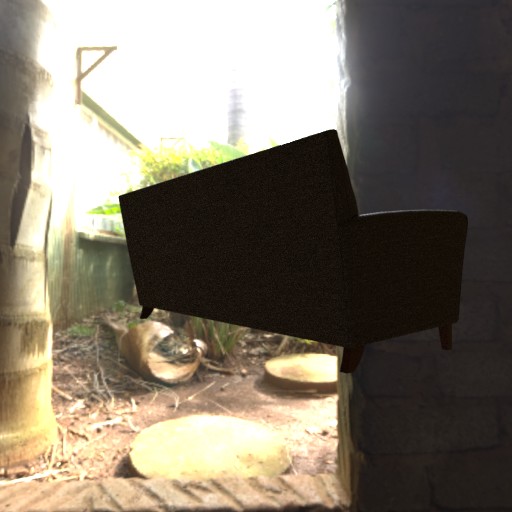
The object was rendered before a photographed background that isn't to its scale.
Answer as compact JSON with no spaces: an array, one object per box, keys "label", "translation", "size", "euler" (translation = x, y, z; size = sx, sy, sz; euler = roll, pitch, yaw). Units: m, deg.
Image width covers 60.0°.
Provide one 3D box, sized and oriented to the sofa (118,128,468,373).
[{"label":"sofa","translation":[0.000,0.000,2.476],"size":[0.875,0.846,1.976],"euler":[0,-1,-37]}]
